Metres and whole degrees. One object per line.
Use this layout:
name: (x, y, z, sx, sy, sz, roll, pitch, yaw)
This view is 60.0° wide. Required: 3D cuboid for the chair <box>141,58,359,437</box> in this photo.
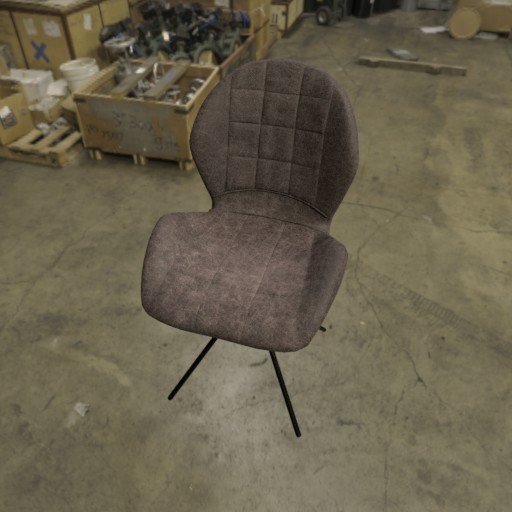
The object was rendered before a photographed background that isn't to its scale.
chair: (0.000, 0.000, 1.301, 0.527, 0.934, 0.640, 11, 42, 13)
